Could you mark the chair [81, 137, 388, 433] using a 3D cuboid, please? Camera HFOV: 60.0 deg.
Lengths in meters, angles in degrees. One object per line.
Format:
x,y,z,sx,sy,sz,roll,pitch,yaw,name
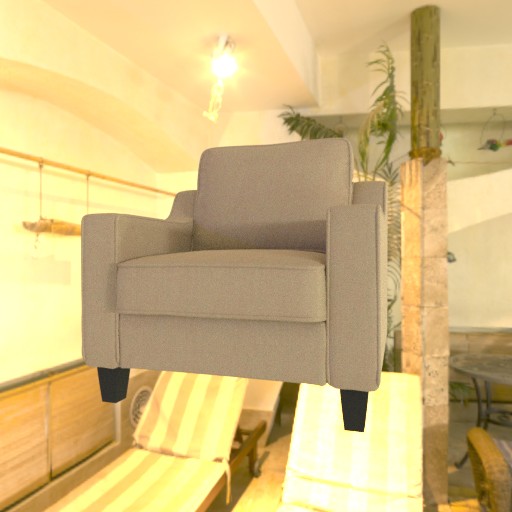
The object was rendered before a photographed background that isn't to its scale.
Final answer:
0.000,0.000,1.645,0.922,0.948,0.882,0,0,18,chair
